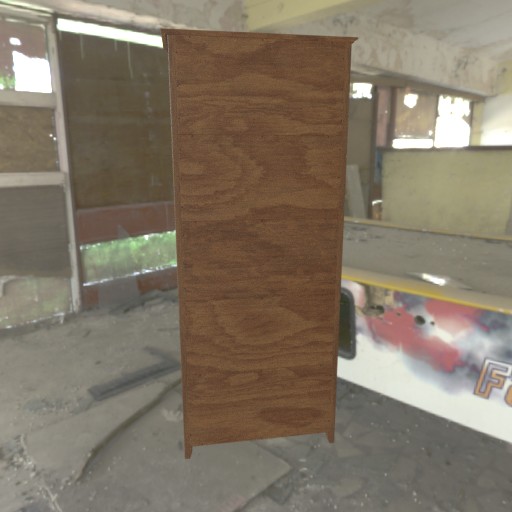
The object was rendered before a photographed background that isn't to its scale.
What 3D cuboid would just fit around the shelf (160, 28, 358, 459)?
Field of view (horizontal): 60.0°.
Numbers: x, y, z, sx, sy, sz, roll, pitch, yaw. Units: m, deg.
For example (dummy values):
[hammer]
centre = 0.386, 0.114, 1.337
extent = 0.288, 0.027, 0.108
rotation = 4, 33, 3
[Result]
[shelf]
centre = 0.000, 0.000, 2.145
extent = 0.805, 1.905, 0.335
rotation = -2, 13, -9
